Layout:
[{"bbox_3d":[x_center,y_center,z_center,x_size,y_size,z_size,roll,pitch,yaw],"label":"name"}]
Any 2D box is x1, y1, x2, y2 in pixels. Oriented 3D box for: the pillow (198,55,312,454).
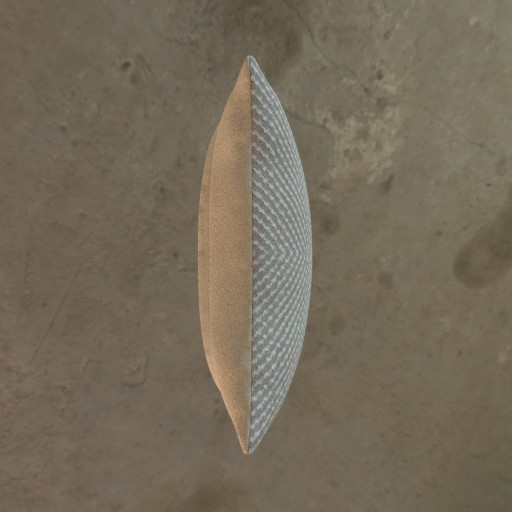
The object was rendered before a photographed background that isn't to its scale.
[{"bbox_3d":[0.000,0.000,0.729,0.181,0.458,0.459,0,90,-1],"label":"pillow"}]
